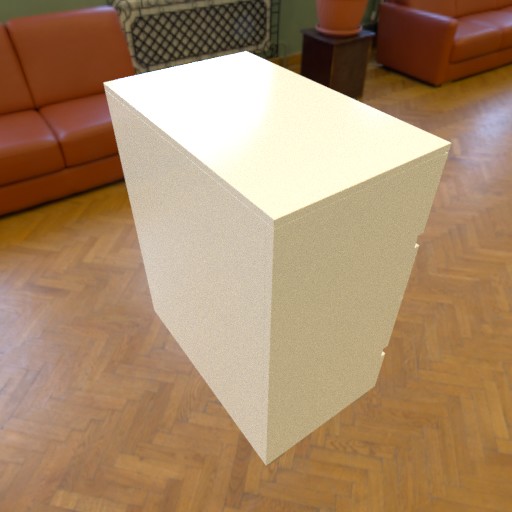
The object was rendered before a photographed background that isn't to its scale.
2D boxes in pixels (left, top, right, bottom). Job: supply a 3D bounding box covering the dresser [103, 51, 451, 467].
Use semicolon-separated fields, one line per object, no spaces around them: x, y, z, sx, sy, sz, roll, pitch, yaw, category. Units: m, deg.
0.000;0.000;1.170;0.400;0.800;0.650;-25;47;-26;dresser
